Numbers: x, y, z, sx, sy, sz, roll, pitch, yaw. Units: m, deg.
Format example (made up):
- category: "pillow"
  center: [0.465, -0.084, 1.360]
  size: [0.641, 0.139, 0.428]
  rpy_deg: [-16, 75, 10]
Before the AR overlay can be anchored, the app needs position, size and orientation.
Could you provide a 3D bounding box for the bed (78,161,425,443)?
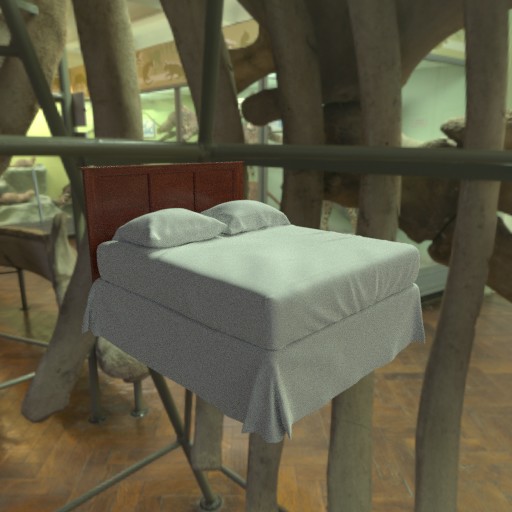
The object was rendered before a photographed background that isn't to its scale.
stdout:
- category: "bed"
  center: [0.000, 0.000, 3.268]
  size: [2.050, 1.270, 1.870]
  rpy_deg: [13, 19, 43]
